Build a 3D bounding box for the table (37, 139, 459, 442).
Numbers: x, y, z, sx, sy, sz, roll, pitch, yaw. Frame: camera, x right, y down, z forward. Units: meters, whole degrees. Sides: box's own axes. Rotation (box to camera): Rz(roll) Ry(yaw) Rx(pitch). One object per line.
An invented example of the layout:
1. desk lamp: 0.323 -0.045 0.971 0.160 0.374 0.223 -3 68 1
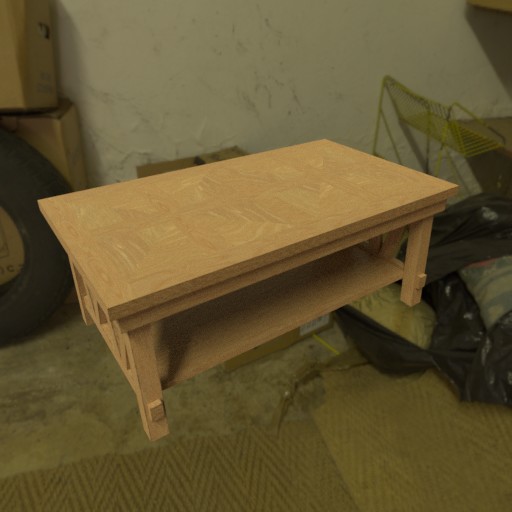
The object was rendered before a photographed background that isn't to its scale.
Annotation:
1. table: 0.000 0.000 1.654 1.270 0.507 0.711 -19 36 -29
